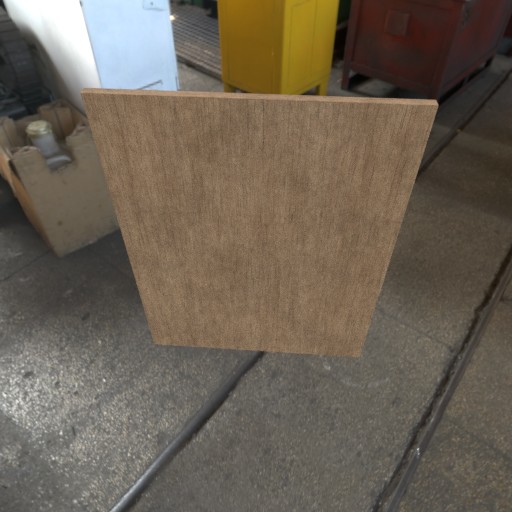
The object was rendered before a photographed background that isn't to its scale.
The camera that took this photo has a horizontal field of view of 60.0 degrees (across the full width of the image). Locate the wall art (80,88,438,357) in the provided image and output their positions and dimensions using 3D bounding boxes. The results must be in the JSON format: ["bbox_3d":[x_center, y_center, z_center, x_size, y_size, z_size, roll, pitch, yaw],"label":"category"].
[{"bbox_3d":[0.000,0.000,0.910,0.534,0.686,0.018,3,46,3],"label":"wall art"}]
